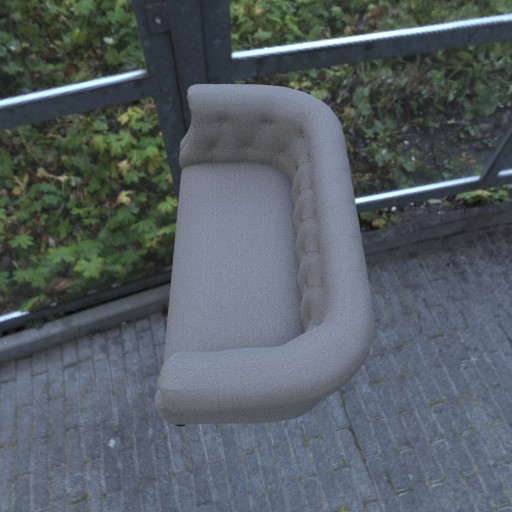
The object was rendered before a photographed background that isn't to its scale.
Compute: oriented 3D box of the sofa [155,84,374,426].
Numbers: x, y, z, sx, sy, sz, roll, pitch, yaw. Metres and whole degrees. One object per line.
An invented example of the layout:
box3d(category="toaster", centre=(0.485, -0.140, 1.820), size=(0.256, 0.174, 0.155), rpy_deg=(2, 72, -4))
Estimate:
box3d(category="sofa", centre=(0.000, 0.000, 2.099), size=(0.835, 0.827, 1.558), rpy_deg=(-1, 59, 0))
